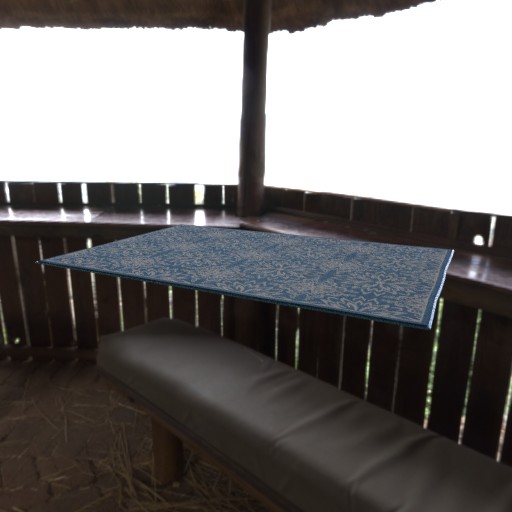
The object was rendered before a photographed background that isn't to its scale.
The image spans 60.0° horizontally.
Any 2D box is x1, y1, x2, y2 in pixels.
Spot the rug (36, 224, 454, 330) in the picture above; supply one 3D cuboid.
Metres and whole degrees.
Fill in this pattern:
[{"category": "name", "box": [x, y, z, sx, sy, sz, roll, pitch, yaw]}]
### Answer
[{"category": "rug", "box": [0.000, 0.000, 3.498, 2.769, 0.018, 1.830, 7, 16, 26]}]
